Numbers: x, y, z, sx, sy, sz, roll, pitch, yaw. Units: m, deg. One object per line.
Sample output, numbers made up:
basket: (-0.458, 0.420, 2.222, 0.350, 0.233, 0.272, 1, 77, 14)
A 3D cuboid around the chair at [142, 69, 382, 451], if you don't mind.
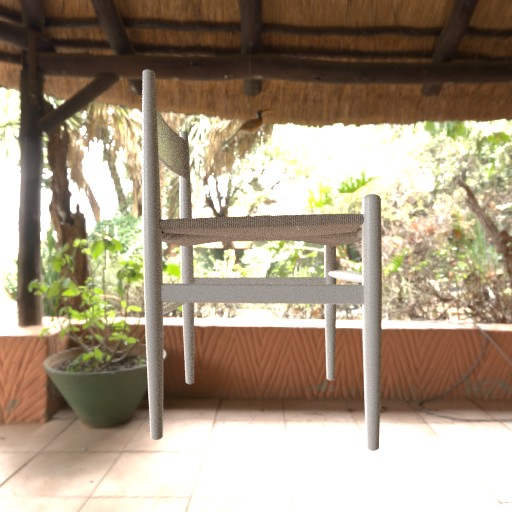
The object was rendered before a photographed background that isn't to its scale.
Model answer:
chair: (0.000, 0.000, 1.126, 0.495, 0.762, 0.556, 0, -1, 1)
